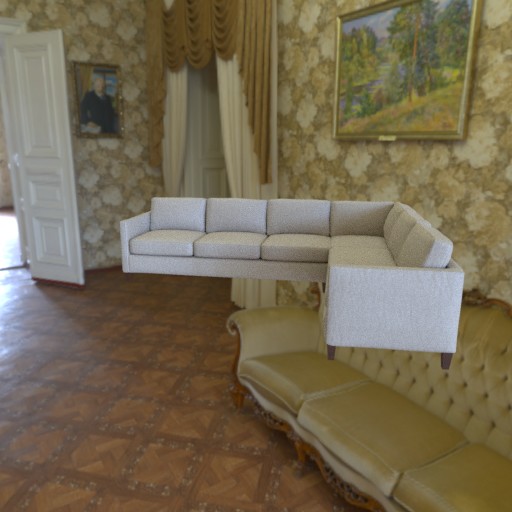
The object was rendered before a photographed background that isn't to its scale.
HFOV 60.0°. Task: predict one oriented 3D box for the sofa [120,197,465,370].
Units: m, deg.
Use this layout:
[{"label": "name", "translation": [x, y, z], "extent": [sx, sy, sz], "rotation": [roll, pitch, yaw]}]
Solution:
[{"label": "sofa", "translation": [0.000, 0.000, 4.483], "extent": [3.333, 0.934, 2.522], "rotation": [2, 14, 10]}]
